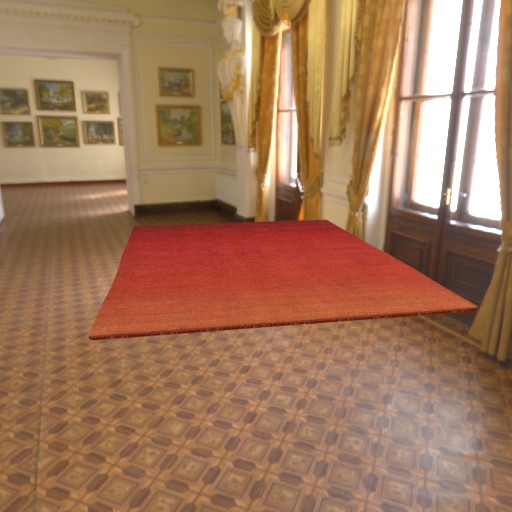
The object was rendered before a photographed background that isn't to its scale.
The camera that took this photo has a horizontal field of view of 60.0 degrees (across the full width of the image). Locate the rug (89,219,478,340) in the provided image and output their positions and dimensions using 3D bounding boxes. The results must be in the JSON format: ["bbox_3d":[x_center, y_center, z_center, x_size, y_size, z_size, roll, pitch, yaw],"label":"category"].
[{"bbox_3d":[0.000,0.000,3.925,2.340,0.028,2.905,-3,16,-10],"label":"rug"}]
